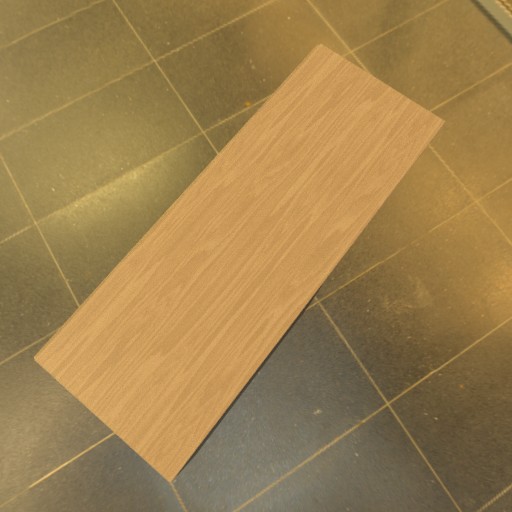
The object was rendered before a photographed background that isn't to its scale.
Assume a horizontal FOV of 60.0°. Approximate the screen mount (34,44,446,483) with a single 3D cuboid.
[{"bbox_3d":[0.000,0.000,1.273,0.406,0.432,1.084,37,77,10],"label":"screen mount"}]
